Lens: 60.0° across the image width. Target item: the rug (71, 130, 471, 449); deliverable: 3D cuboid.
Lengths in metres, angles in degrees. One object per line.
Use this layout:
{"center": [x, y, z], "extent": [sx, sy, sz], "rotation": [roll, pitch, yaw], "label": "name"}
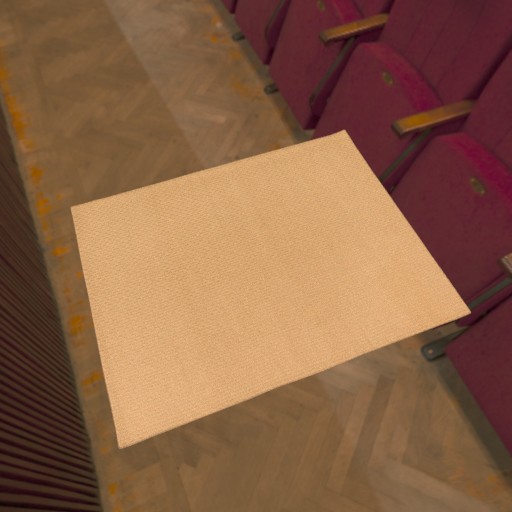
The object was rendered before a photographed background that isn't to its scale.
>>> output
{"center": [0.000, 0.000, 3.896], "extent": [2.897, 0.035, 2.277], "rotation": [-18, 60, -11], "label": "rug"}
